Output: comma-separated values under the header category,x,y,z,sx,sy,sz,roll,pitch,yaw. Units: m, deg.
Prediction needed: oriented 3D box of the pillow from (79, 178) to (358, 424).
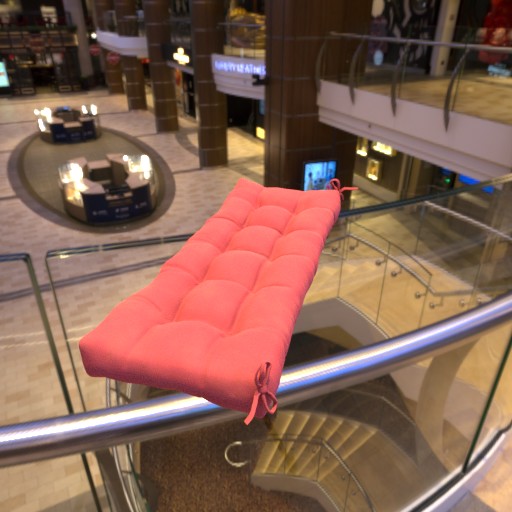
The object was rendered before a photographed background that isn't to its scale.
category,x,y,z,sx,sy,sz,roll,pitch,yaw
pillow,0.000,0.000,1.383,0.511,0.174,1.194,8,30,15
